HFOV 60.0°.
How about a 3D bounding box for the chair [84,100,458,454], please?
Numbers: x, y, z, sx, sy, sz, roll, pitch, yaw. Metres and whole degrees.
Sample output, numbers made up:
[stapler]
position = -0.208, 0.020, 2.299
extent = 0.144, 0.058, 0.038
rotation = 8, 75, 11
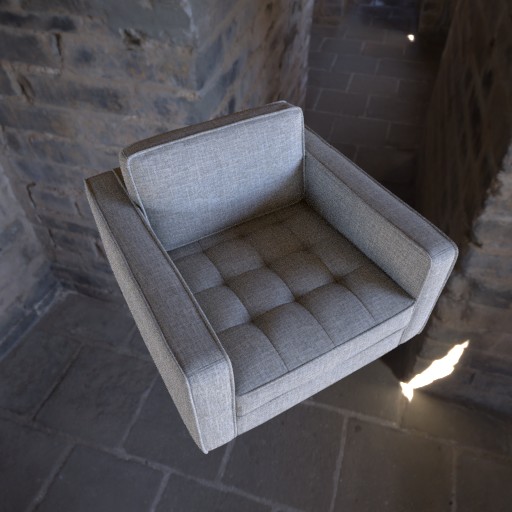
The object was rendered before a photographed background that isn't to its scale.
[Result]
[chair]
position = 0.000, 0.000, 1.540
extent = 0.889, 0.765, 0.914
rotation = -22, 50, -20
